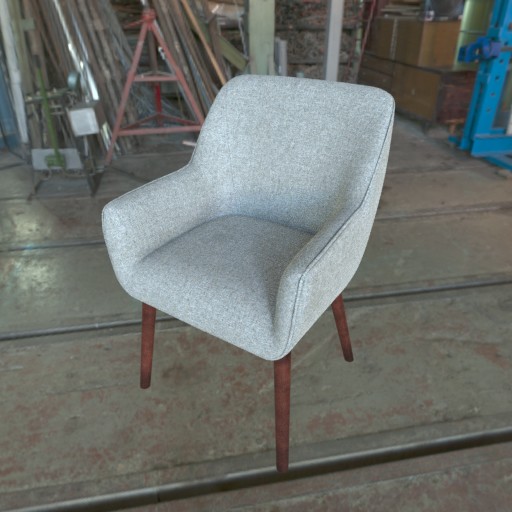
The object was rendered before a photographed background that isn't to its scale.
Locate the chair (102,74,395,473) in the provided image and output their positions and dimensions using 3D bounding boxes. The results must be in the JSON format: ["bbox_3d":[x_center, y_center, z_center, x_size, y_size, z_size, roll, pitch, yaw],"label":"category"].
[{"bbox_3d":[0.000,0.000,1.146,0.543,0.803,0.519,19,35,29],"label":"chair"}]
